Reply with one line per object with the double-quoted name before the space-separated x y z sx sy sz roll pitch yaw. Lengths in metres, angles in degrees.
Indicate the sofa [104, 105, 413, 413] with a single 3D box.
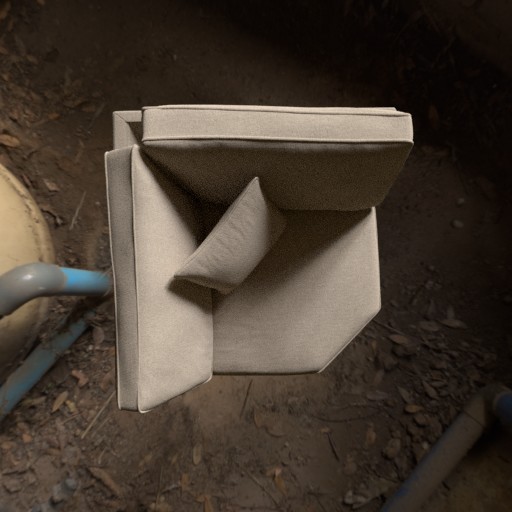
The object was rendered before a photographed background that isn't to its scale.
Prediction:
"sofa" 0.000 0.000 1.868 1.042 0.937 1.050 0 89 0
